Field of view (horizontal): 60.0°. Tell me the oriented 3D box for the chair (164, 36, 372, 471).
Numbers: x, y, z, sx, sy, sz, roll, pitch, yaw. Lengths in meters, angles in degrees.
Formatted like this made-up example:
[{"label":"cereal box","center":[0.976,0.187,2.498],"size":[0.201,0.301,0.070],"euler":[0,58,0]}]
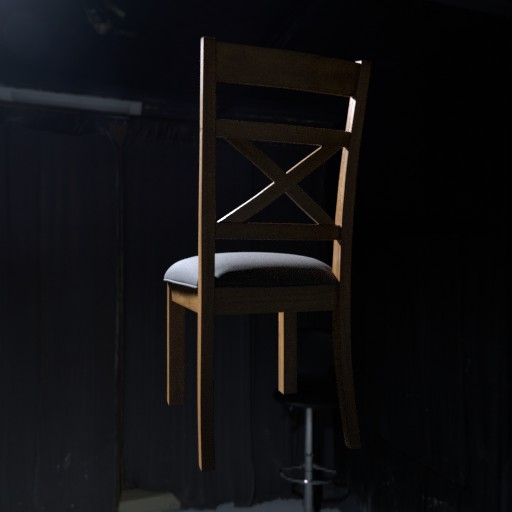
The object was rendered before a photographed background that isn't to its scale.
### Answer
[{"label":"chair","center":[0.000,0.000,1.264],"size":[0.470,0.949,0.581],"euler":[0,0,-17]}]
